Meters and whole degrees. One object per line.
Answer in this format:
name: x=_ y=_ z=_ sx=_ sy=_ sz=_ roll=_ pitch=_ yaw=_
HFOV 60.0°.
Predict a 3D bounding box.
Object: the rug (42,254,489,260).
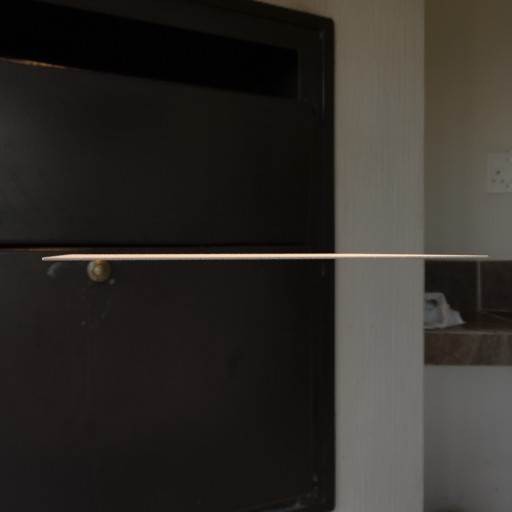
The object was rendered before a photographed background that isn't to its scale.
rug: x=0.000 y=0.000 z=2.985 sx=2.441 sy=0.014 sz=1.531 roll=0 pitch=1 yaw=-18
